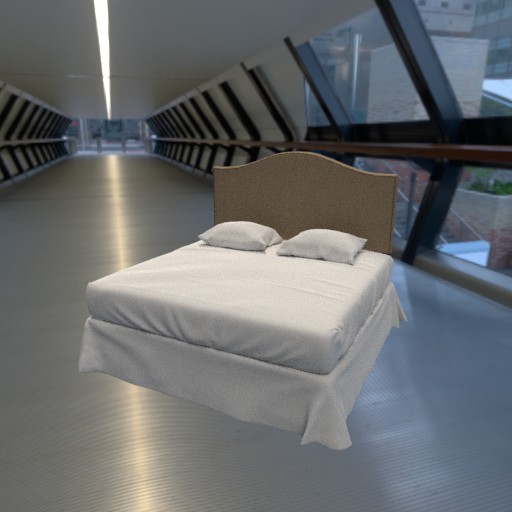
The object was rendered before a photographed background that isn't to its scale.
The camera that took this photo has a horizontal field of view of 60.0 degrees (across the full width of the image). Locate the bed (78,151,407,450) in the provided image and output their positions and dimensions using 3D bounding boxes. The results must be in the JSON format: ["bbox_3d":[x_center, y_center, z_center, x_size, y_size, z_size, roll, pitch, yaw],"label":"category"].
[{"bbox_3d":[0.000,0.000,3.779,2.311,1.651,2.222,8,18,26],"label":"bed"}]
